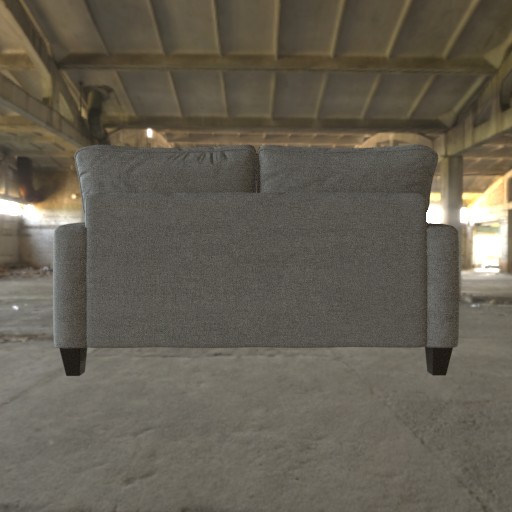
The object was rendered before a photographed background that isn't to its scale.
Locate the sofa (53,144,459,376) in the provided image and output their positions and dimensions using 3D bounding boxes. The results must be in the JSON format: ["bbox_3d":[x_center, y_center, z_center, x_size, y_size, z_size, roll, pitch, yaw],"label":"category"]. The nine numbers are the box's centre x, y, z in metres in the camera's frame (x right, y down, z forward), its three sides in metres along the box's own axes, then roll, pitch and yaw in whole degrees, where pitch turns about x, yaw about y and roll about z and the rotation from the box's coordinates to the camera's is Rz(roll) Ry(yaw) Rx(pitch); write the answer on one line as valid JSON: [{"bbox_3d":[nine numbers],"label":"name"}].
[{"bbox_3d":[0.000,0.000,2.227,1.651,0.965,0.965,0,1,0],"label":"sofa"}]
